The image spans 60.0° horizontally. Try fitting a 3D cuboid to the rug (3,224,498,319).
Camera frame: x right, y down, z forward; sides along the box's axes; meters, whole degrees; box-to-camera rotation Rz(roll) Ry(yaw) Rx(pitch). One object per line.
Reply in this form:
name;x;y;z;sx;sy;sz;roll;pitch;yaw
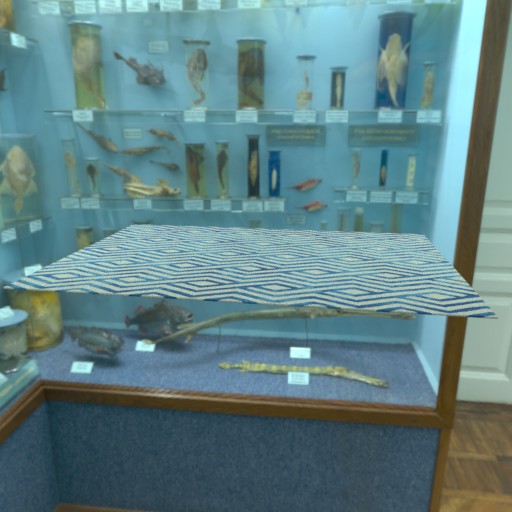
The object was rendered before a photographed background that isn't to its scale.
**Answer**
rug;0.000;0.000;2.195;1.830;0.008;1.225;3;16;9
